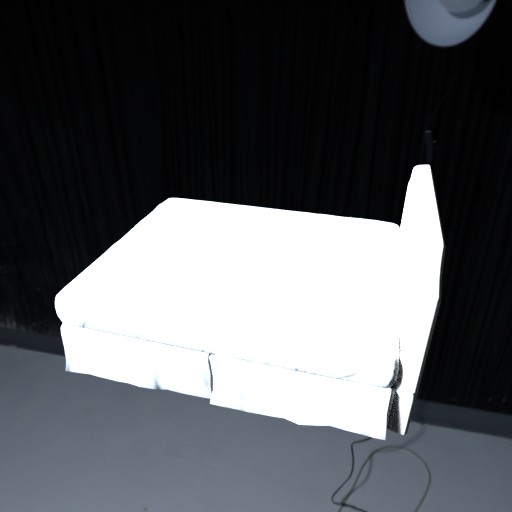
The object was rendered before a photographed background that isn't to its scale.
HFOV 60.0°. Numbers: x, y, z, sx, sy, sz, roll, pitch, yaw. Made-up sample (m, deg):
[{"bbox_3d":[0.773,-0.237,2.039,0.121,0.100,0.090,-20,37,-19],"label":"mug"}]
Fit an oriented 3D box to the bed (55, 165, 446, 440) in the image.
[{"bbox_3d":[0.000,0.000,3.530,2.498,1.293,1.977,8,31,14],"label":"bed"}]
